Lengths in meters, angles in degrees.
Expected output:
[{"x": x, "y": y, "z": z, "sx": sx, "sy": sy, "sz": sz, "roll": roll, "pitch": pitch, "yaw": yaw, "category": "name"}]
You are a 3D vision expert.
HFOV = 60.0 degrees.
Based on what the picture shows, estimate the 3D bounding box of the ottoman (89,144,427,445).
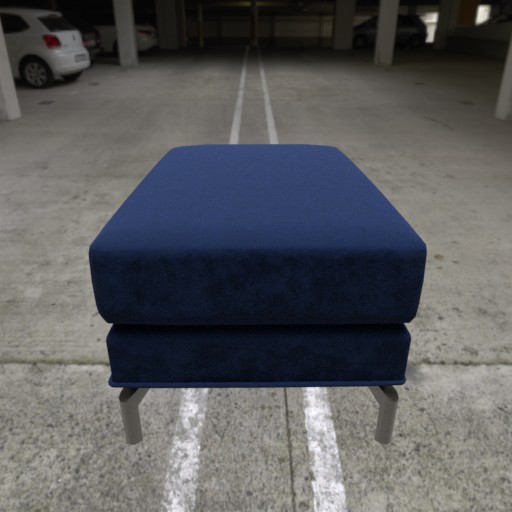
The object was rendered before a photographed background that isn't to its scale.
[{"x": 0.000, "y": 0.000, "z": 1.189, "sx": 0.587, "sy": 0.498, "sz": 0.835, "roll": 0, "pitch": 25, "yaw": -1, "category": "ottoman"}]
